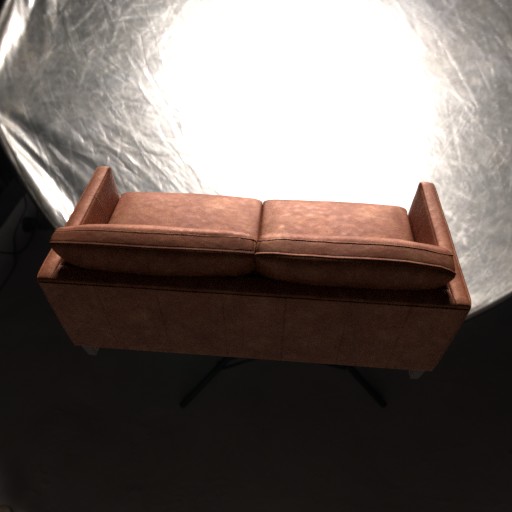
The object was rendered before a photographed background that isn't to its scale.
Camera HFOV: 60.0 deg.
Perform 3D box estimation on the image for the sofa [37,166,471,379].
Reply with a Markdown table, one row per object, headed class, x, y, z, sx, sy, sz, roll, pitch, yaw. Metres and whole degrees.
| class | x | y | z | sx | sy | sz | roll | pitch | yaw |
| --- | --- | --- | --- | --- | --- | --- | --- | --- | --- |
| sofa | 0.000 | 0.000 | 2.447 | 1.971 | 0.863 | 0.923 | 3 | 47 | 3 |
